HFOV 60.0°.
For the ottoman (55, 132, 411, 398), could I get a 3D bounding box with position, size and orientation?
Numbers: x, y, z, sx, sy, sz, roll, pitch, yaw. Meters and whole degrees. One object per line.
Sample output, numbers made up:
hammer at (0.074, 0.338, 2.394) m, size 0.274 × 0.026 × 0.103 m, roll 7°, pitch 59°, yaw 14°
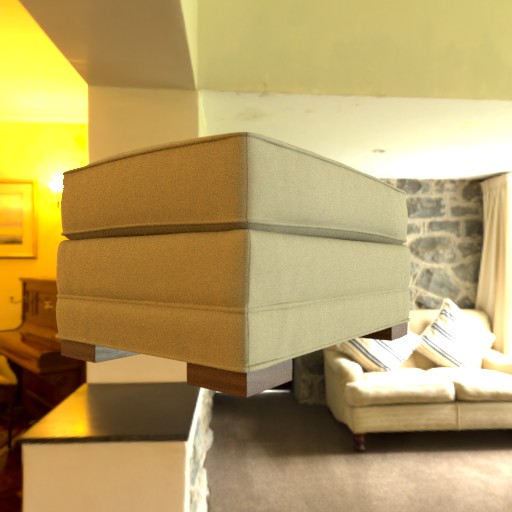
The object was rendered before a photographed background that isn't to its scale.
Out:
ottoman at (0.000, 0.000, 1.214) m, size 0.611 × 0.482 × 0.848 m, roll -1°, pitch -1°, yaw 37°
